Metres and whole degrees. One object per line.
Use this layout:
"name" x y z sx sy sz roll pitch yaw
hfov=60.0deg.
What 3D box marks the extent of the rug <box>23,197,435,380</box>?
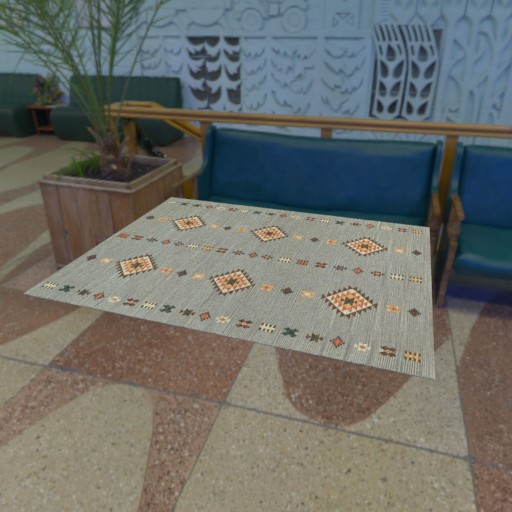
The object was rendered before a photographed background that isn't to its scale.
"rug" 0.000 0.000 4.067 3.035 0.008 2.425 9 28 17
